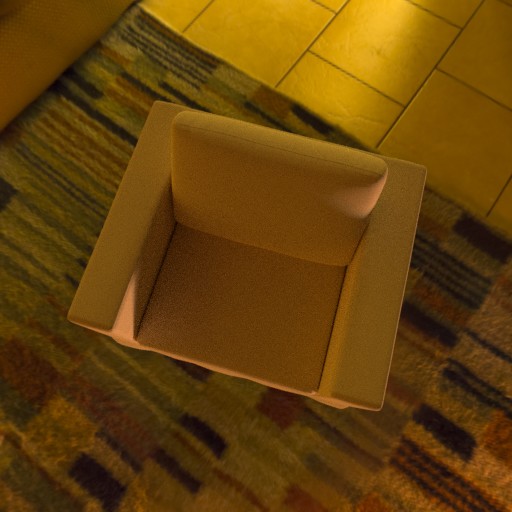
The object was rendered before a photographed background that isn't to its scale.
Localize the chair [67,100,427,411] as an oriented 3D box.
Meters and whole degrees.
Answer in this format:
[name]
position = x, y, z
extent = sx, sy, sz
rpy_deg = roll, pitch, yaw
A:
[chair]
position = 0.000, 0.000, 1.810
extent = 1.150, 0.878, 0.957
rpy_deg = 15, 74, 4
